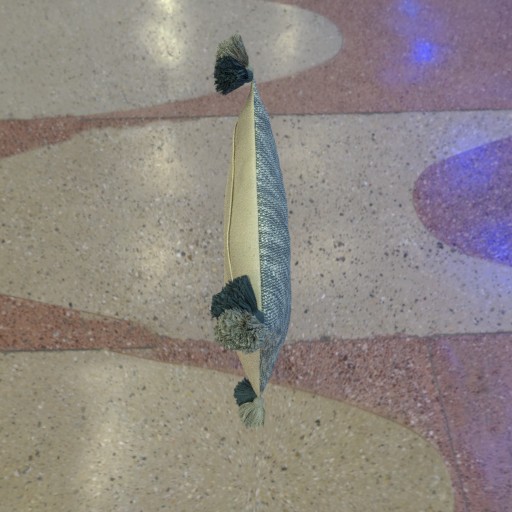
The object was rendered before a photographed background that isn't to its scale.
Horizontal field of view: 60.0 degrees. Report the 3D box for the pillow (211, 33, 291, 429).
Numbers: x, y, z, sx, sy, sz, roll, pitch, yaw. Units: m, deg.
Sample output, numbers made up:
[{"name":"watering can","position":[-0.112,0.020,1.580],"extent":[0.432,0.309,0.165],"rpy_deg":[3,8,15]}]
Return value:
[{"name":"pillow","position":[0.000,0.000,0.899],"extent":[0.138,0.634,0.614],"rpy_deg":[-2,63,-1]}]
